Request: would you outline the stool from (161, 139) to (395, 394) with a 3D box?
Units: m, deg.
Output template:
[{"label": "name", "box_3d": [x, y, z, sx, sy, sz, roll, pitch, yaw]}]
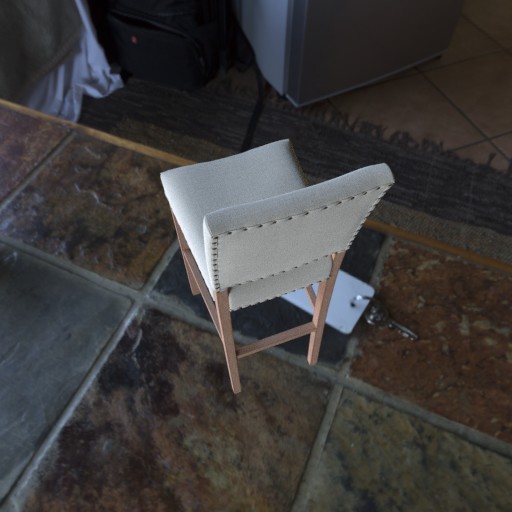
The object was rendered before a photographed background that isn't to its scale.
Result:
[{"label": "stool", "box_3d": [0.000, 0.000, 1.408, 0.428, 1.143, 0.546, -17, 60, -11]}]
